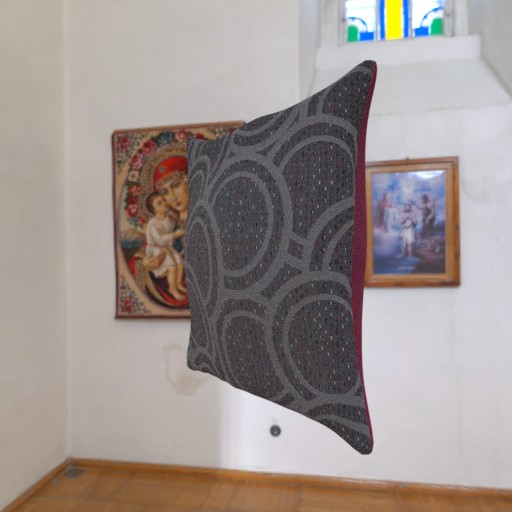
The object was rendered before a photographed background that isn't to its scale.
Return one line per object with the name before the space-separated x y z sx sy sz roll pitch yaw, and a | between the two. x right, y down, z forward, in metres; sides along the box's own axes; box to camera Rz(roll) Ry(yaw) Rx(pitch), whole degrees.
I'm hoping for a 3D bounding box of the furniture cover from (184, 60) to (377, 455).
furniture cover | 0.000 0.000 0.779 0.163 0.513 0.514 -1 2 -36
